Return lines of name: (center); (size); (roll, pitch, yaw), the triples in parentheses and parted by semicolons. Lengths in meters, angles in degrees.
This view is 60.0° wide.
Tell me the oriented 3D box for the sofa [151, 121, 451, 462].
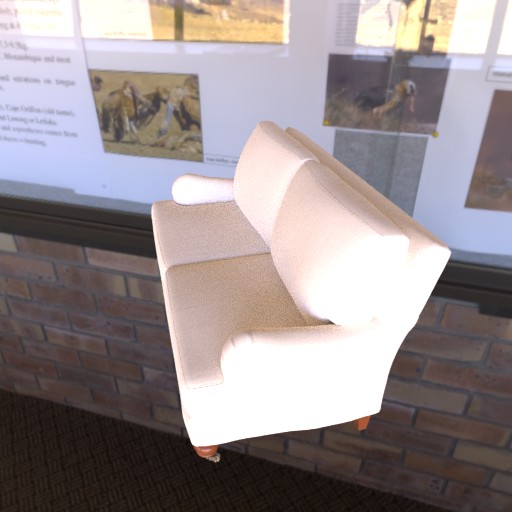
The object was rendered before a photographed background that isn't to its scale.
sofa: (0.000, 0.000, 2.531); (1.084, 1.101, 1.853); (-8, 32, -13)
